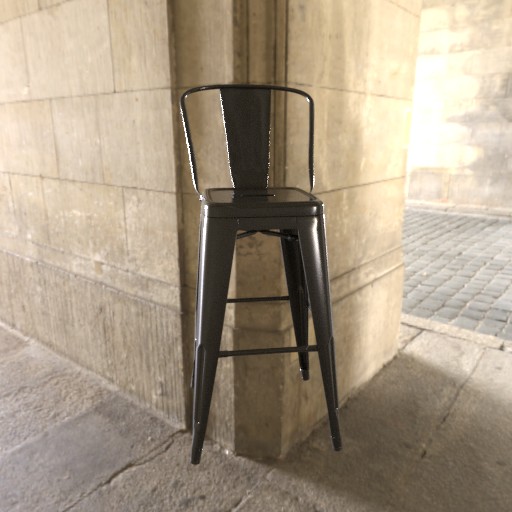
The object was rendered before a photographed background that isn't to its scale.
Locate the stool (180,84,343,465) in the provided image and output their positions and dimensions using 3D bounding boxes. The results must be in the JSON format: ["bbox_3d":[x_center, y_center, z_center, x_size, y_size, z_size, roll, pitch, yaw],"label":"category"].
[{"bbox_3d":[0.000,0.000,1.338,0.432,1.022,0.528,-2,16,-7],"label":"stool"}]
